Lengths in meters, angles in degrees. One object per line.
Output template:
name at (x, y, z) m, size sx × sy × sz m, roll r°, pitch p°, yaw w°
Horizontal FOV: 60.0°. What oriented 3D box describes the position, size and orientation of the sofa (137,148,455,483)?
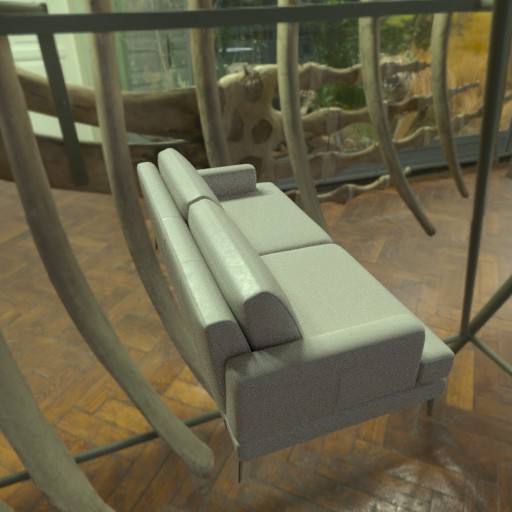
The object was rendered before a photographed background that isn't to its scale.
sofa at (0.000, 0.000, 2.348) m, size 0.974 × 0.765 × 1.940 m, roll -11°, pitch 33°, yaw -17°
